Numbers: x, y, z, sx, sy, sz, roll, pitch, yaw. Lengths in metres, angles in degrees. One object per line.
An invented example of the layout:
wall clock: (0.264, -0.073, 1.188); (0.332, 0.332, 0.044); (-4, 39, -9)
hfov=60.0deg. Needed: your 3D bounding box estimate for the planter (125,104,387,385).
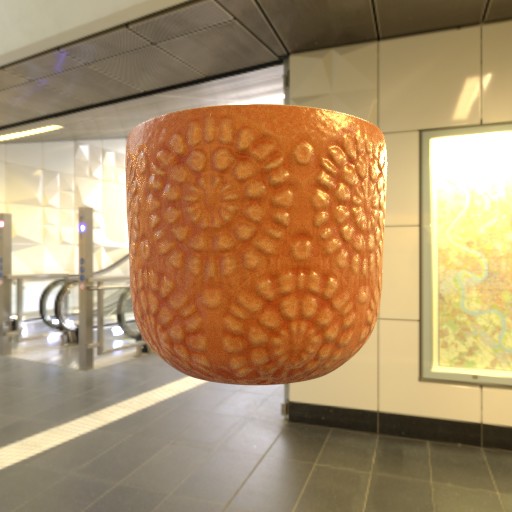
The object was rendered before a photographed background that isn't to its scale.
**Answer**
planter: (0.000, 0.000, 0.219); (0.124, 0.109, 0.124); (0, 0, 0)
